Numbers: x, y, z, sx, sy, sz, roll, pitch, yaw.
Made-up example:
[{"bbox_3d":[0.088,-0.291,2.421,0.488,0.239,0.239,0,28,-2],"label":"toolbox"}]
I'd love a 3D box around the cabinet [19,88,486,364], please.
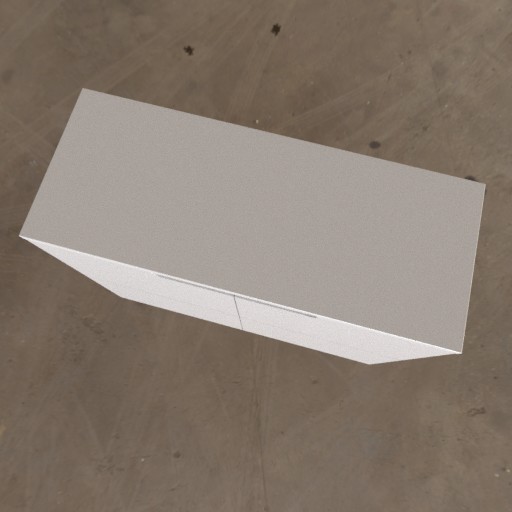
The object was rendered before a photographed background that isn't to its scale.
[{"bbox_3d":[0.000,0.000,1.400,1.000,0.800,0.400,15,75,4],"label":"cabinet"}]
